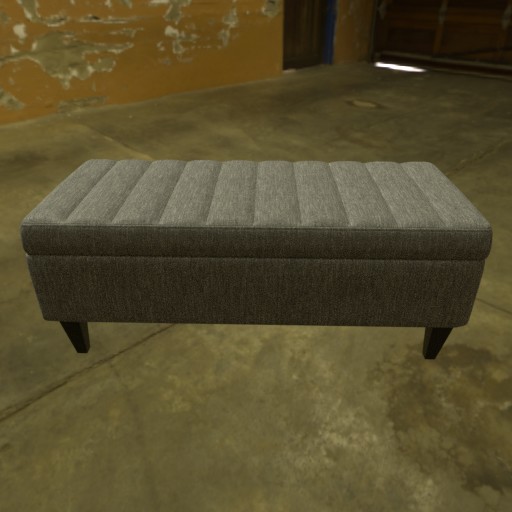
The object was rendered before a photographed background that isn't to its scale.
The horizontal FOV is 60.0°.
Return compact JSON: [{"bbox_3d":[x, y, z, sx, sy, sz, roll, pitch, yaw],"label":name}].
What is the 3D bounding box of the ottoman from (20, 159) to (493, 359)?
[{"bbox_3d":[0.000,0.000,1.352,1.151,0.469,0.482,1,31,1],"label":"ottoman"}]
